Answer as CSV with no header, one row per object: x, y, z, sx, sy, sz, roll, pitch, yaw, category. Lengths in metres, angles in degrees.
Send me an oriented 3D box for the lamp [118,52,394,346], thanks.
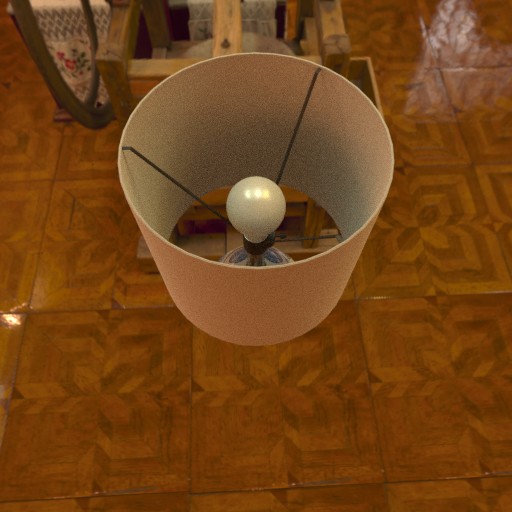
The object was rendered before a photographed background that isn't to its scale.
0.000,0.000,0.517,0.215,0.381,0.215,-1,63,0,lamp
